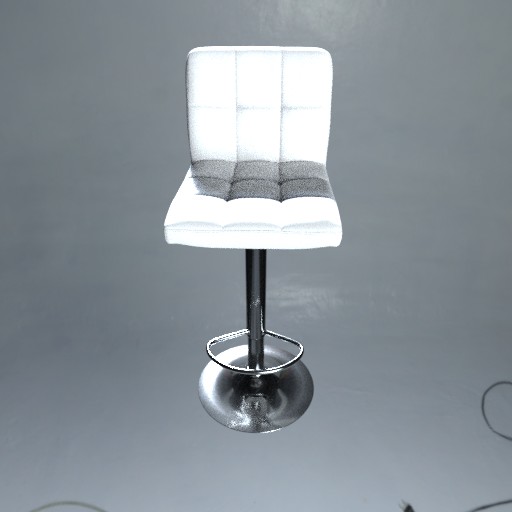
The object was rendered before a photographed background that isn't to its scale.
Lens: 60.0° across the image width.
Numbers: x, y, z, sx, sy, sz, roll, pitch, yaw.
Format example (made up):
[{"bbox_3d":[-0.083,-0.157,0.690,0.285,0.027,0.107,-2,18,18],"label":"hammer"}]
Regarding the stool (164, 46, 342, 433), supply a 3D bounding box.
[{"bbox_3d":[0.000,0.000,1.351,0.430,1.115,0.505,1,31,2],"label":"stool"}]
